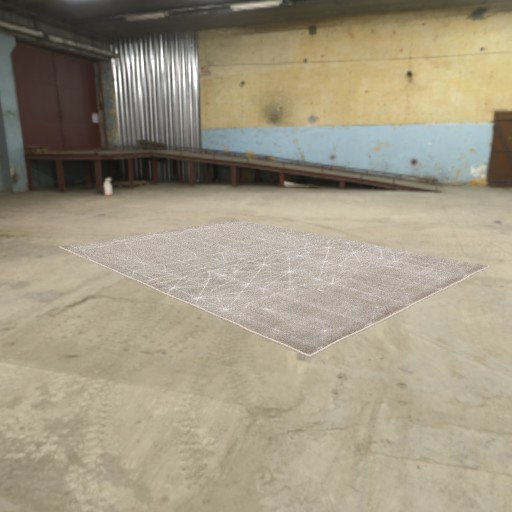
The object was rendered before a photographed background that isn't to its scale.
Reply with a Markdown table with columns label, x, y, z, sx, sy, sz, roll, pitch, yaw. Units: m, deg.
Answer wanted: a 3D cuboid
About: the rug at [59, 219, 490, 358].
| label | x | y | z | sx | sy | sz | roll | pitch | yaw |
| --- | --- | --- | --- | --- | --- | --- | --- | --- | --- |
| rug | 0.000 | 0.000 | 4.217 | 2.449 | 0.019 | 3.357 | -13 | 19 | -42 |
